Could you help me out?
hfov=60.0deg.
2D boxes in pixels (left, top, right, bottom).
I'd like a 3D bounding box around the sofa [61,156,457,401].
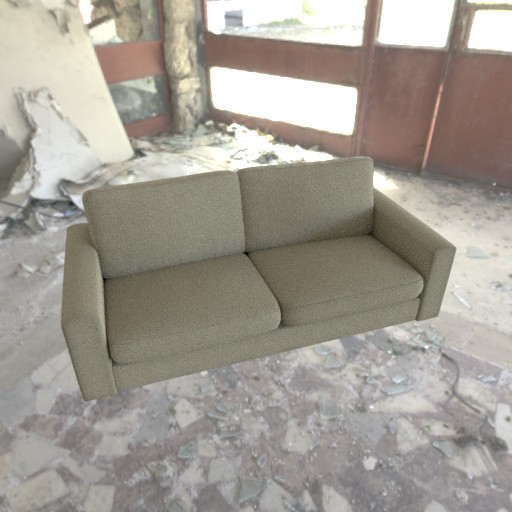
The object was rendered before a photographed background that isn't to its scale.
[{"bbox_3d":[0.000,0.000,2.729,2.179,0.873,1.016,-10,33,-15],"label":"sofa"}]
